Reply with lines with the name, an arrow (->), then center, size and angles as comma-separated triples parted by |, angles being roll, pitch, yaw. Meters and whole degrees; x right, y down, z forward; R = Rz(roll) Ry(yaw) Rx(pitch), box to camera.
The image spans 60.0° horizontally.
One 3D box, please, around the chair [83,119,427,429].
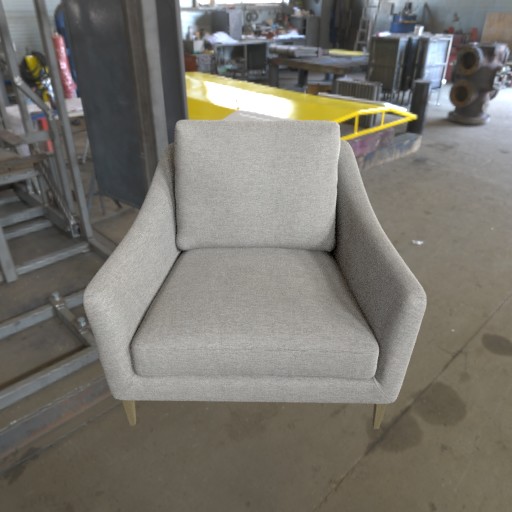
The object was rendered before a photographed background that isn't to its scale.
chair -> 0.000, 0.000, 1.709 | 0.986, 0.902, 0.961 | 1, 30, 1
